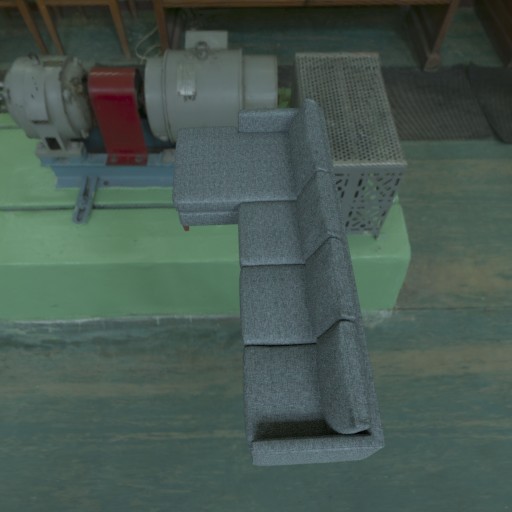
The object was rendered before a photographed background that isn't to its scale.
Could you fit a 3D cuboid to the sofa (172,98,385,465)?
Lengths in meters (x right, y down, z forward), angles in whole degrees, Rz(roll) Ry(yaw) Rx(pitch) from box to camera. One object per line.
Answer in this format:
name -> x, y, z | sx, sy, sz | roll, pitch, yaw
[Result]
sofa -> 0.000, 0.000, 4.114 | 1.635, 0.960, 3.485 | -2, 58, -1
